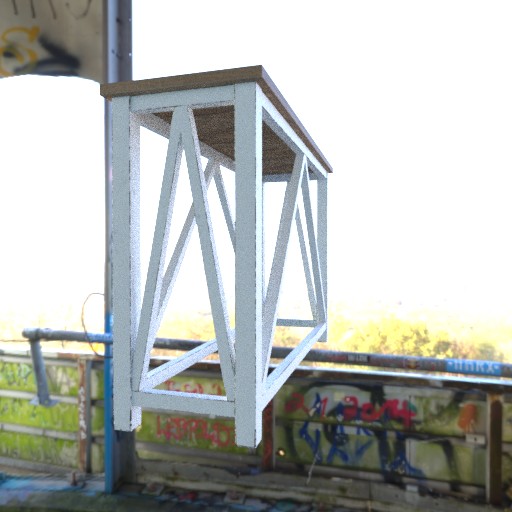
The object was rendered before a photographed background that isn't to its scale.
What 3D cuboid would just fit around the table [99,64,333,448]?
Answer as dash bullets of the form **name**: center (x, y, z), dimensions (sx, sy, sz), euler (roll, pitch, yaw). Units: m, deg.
- **table**: center (0.000, 0.000, 1.789), dimensions (0.450, 0.930, 1.400), euler (0, 1, 17)
